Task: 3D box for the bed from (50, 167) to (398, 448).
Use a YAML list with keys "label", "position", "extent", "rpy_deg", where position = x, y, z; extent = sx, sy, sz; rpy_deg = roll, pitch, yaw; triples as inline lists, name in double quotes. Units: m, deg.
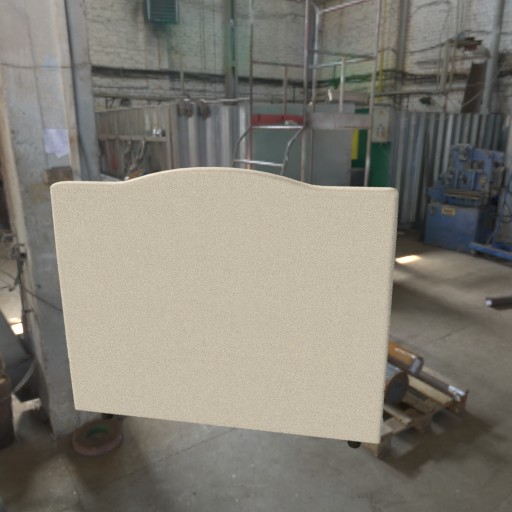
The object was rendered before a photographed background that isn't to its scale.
- label: "bed"
  position: [0.000, 0.000, 3.255]
  extent: [1.741, 1.449, 2.196]
  rpy_deg: [3, 16, 9]
